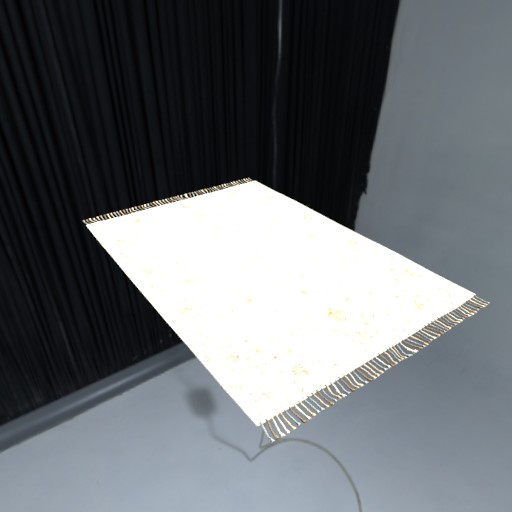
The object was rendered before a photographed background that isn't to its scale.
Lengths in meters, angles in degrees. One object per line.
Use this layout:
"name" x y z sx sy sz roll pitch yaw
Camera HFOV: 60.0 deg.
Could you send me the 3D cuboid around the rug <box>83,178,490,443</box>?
"rug" 0.000 0.000 2.284 1.218 0.017 1.861 -20 36 -30
